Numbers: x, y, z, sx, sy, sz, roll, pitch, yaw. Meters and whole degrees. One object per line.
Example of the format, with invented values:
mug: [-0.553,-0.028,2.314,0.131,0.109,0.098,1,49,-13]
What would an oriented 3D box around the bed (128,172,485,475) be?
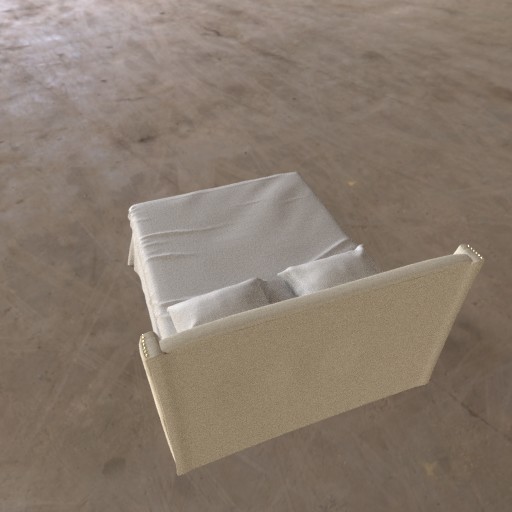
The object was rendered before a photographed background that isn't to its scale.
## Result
bed: [0.000,0.000,3.426,1.925,1.332,2.276,-14,44,-15]
